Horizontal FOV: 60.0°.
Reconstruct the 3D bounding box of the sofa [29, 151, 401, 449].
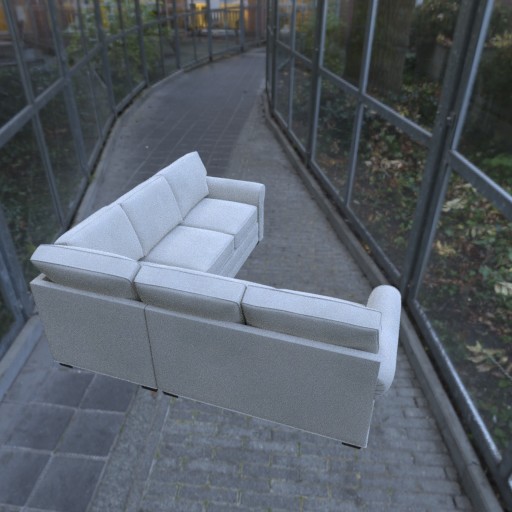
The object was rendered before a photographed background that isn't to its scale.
[{"bbox_3d":[0.000,0.000,3.917,2.487,1.054,2.569,10,32,16],"label":"sofa"}]
